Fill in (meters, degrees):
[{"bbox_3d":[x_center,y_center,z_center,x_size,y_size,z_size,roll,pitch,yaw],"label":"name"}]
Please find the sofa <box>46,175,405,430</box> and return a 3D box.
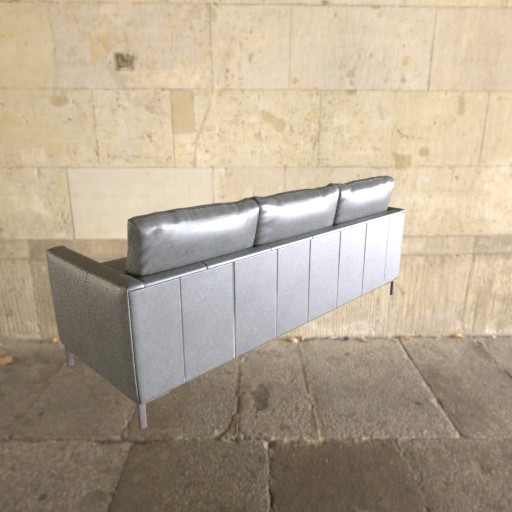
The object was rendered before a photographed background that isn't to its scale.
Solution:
[{"bbox_3d":[0.000,0.000,2.465,0.748,0.805,2.029,16,23,42],"label":"sofa"}]
